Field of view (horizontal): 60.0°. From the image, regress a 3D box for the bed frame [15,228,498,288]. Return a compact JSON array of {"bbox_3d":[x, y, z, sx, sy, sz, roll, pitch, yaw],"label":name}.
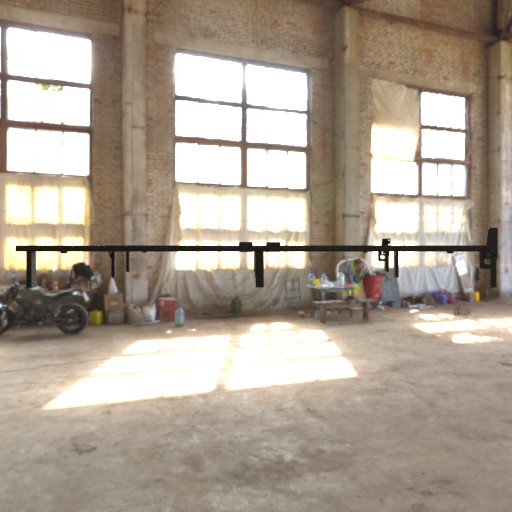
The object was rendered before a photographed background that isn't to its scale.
[{"bbox_3d":[0.000,0.000,2.570,1.990,0.248,1.498,0,1,-1],"label":"bed frame"}]
